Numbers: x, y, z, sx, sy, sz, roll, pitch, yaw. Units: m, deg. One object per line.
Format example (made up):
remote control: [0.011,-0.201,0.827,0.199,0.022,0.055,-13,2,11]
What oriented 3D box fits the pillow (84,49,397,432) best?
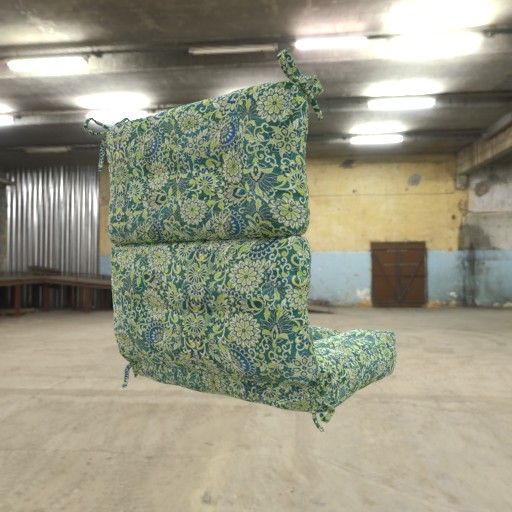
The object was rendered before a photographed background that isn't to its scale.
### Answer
pillow: [0.000,0.000,1.007,0.519,0.605,0.571,-1,-2,34]
